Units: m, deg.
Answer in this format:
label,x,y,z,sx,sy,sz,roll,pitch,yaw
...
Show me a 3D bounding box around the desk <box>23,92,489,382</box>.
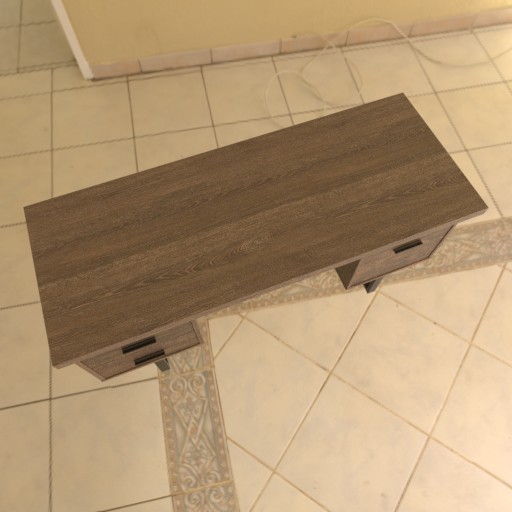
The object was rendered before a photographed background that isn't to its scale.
label,x,y,z,sx,sy,sz,roll,pitch,yaw
desk,0.000,0.000,1.898,1.524,0.760,0.600,-19,65,-9
